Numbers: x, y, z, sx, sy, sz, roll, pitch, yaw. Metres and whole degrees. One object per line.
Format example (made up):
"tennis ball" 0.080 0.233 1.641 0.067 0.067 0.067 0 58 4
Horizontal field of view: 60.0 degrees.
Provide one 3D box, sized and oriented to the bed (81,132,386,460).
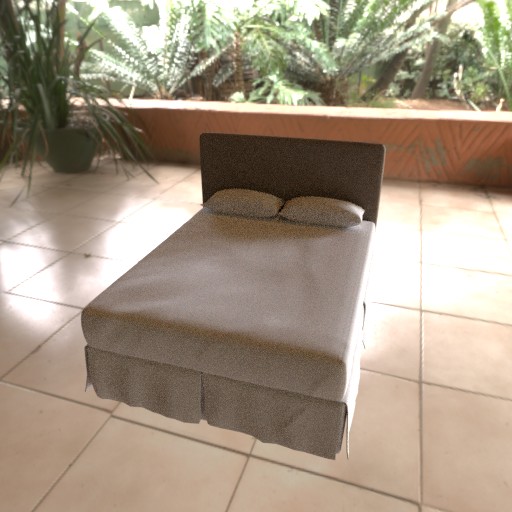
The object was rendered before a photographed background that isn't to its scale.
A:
"bed" 0.000 0.000 3.264 1.723 1.330 2.142 8 28 16
